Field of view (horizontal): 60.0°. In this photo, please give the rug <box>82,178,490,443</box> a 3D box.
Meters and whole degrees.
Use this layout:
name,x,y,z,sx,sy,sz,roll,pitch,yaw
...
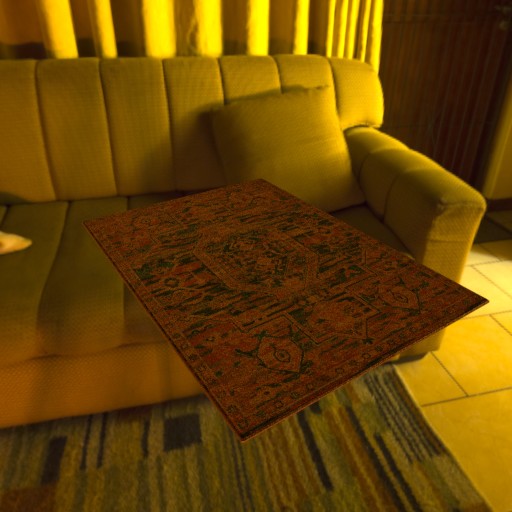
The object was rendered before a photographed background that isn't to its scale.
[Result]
name,x,y,z,sx,sy,sz,roll,pitch,yaw
rug,0.000,0.000,2.814,1.588,0.024,2.204,-19,36,-28
